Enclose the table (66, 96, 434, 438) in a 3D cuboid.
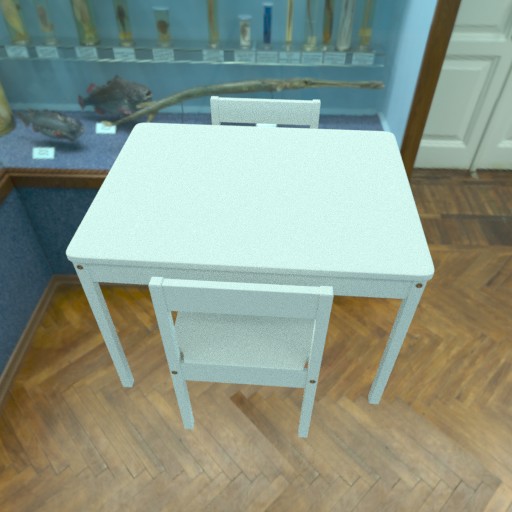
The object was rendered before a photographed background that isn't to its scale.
[{"bbox_3d":[0.000,0.000,1.092,0.650,0.503,0.672,3,44,3],"label":"table"}]
